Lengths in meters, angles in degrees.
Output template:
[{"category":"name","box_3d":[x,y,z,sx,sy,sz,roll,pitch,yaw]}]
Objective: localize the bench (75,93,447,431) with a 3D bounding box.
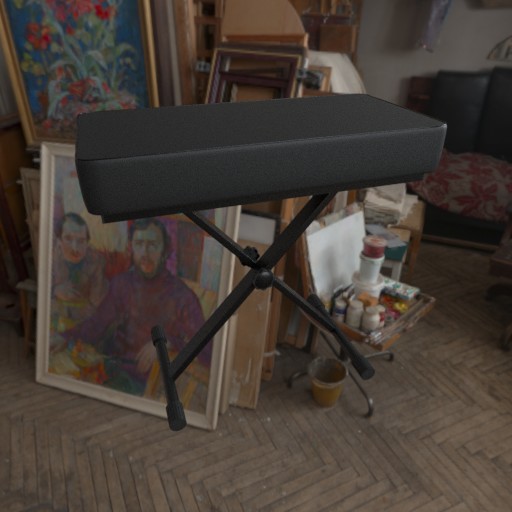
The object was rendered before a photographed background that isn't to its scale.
[{"category":"bench","box_3d":[0.000,0.000,0.920,0.600,0.561,0.300,-10,32,-16]}]
